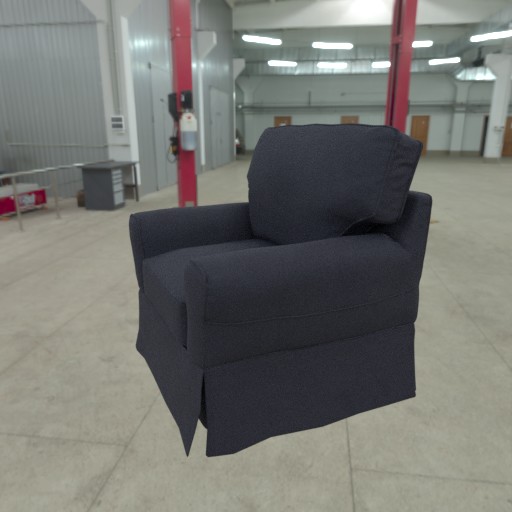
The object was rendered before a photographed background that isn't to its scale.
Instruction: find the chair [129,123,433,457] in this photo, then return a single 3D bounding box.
[{"bbox_3d":[0.000,0.000,1.986,1.002,1.140,1.119,-8,18,-26],"label":"chair"}]
